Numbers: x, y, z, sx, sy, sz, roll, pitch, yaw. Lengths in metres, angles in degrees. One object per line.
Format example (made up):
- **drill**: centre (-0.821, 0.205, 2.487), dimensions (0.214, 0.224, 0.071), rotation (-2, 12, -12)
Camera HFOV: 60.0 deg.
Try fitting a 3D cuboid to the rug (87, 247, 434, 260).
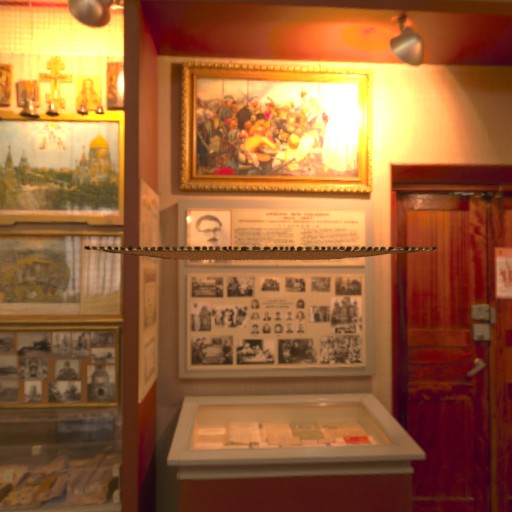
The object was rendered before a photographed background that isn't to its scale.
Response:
- **rug**: centre (0.000, 0.000, 3.105), dimensions (1.530, 0.025, 2.431), rotation (0, -1, -2)
